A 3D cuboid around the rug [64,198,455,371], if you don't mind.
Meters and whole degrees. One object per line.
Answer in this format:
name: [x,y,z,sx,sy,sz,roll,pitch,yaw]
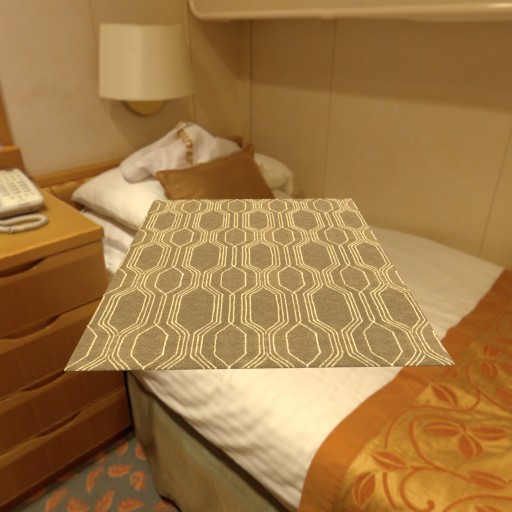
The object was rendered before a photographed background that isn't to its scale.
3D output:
rug: [0.000,0.000,4.138,2.457,0.012,3.062,-1,27,-1]
